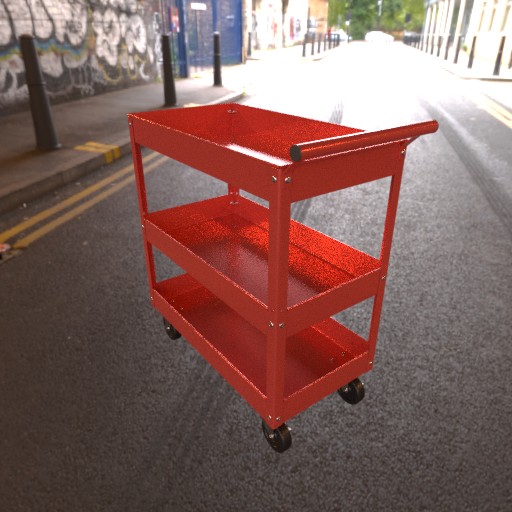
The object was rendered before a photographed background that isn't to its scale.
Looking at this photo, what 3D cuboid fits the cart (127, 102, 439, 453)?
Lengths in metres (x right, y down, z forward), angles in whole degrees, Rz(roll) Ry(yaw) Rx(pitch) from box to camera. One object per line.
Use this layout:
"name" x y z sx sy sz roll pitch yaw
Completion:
"cart" 0.000 0.000 1.206 0.366 0.780 0.719 -19 32 -32
